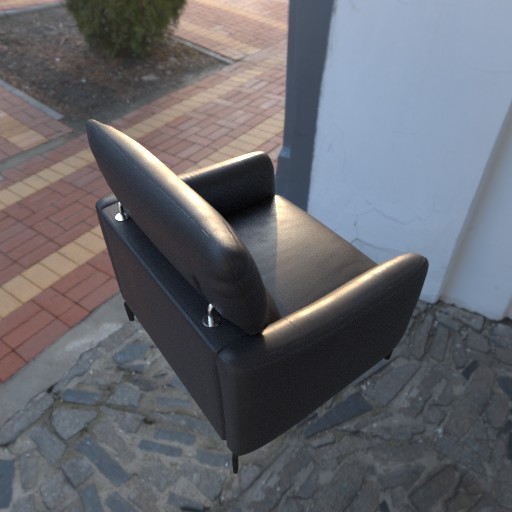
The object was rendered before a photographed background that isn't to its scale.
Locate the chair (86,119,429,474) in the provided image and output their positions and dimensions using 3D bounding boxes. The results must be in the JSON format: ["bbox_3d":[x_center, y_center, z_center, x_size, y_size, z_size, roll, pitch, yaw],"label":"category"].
[{"bbox_3d":[0.000,0.000,1.599,0.809,0.949,0.976,-26,48,-26],"label":"chair"}]
